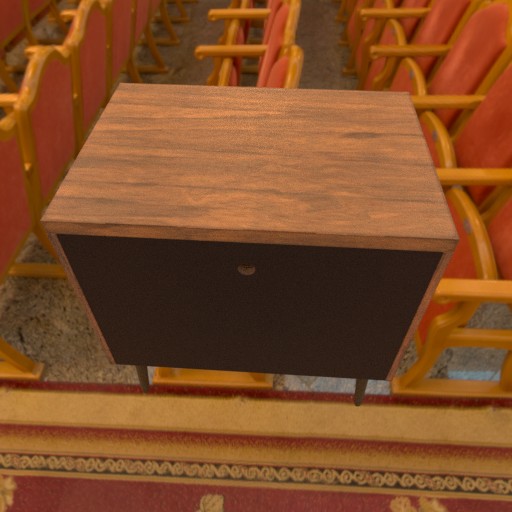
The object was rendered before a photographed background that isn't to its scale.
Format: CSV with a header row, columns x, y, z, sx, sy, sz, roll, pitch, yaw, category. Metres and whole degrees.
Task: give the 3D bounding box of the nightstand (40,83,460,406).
x,y,z,sx,sy,sz,roll,pitch,yaw,category
0.000,0.000,1.021,0.610,0.610,0.458,3,47,3,nightstand
